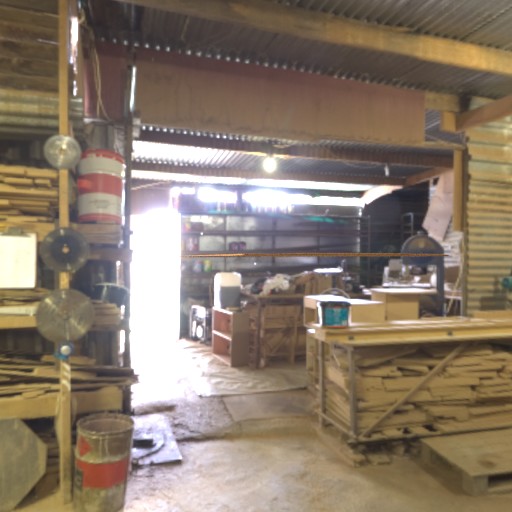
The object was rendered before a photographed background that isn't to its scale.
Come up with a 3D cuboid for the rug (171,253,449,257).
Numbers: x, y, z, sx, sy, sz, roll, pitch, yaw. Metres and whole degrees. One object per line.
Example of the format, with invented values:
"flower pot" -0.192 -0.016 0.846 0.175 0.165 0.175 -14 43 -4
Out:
"rug" 0.000 0.000 2.712 0.799 0.010 2.444 0 0 -16
